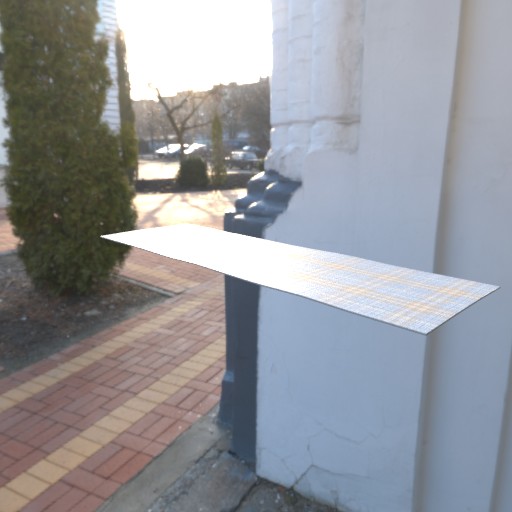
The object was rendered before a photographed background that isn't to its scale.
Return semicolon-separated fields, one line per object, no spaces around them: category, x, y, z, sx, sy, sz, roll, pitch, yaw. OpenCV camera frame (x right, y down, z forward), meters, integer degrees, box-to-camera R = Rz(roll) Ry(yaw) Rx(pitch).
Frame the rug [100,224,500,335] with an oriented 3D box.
rug;0.000;0.000;2.627;0.762;0.013;2.439;-13;19;-43
